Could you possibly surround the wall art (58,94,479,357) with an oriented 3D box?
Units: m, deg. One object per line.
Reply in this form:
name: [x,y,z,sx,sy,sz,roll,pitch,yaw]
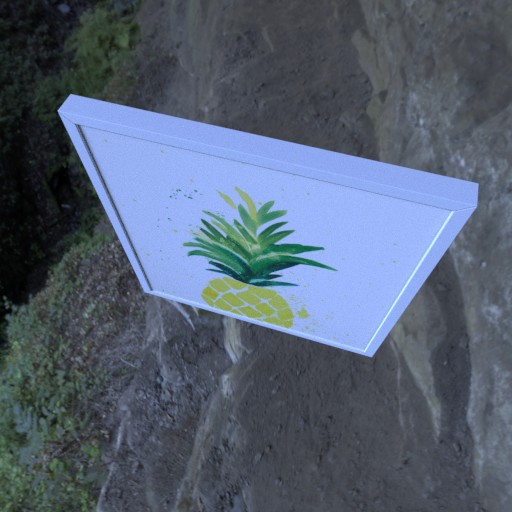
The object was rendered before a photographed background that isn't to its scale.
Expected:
wall art: [0.000,0.000,0.447,0.307,0.307,0.020,15,60,9]
